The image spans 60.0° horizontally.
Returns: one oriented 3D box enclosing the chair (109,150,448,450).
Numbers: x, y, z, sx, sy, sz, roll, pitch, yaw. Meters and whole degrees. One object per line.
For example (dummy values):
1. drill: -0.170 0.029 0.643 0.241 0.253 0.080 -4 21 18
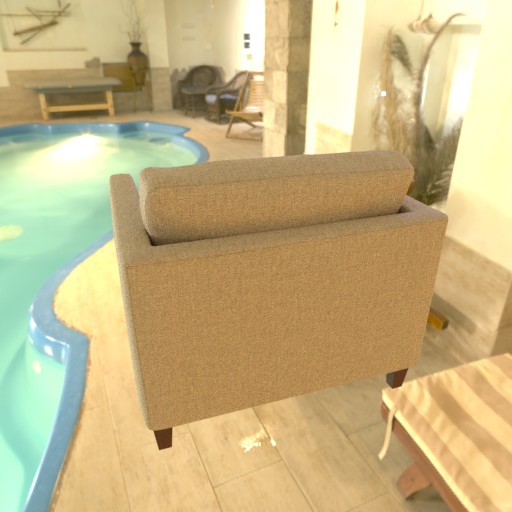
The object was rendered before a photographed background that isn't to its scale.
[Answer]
1. chair: 0.000 0.000 1.865 1.107 0.961 0.959 -8 28 -17
